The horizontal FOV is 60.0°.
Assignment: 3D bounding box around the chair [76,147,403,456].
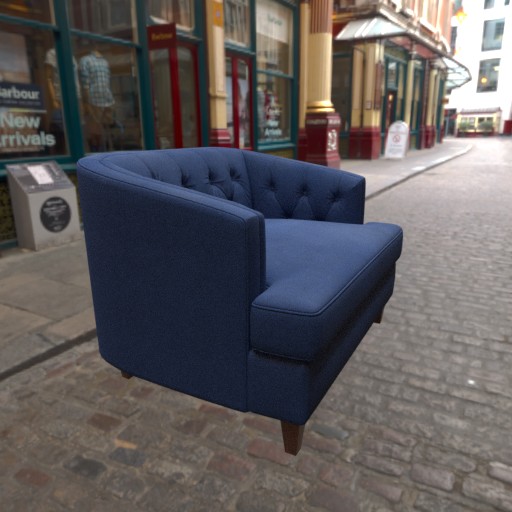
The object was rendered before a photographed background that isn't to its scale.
[{"bbox_3d":[0.000,0.000,1.722,0.914,0.787,1.118,8,18,27],"label":"chair"}]
